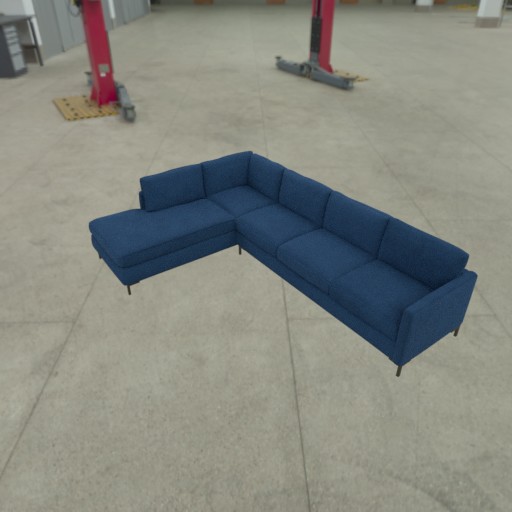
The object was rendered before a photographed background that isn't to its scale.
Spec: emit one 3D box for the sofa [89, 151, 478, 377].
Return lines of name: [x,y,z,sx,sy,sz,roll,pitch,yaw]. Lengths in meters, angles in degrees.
sofa: [0.000,0.000,3.885,2.007,0.815,2.949,-22,39,-30]
